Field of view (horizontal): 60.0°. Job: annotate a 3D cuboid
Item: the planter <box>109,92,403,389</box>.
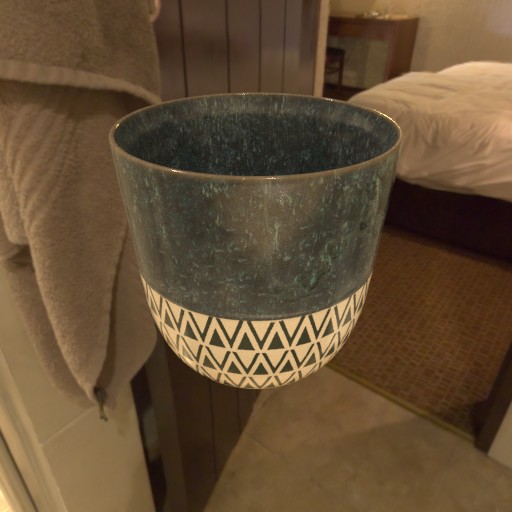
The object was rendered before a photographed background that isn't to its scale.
[{"bbox_3d":[0.000,0.000,0.360,0.195,0.214,0.195,0,32,0],"label":"planter"}]
